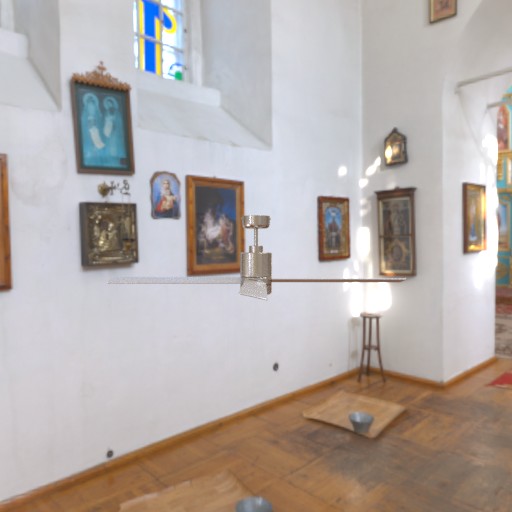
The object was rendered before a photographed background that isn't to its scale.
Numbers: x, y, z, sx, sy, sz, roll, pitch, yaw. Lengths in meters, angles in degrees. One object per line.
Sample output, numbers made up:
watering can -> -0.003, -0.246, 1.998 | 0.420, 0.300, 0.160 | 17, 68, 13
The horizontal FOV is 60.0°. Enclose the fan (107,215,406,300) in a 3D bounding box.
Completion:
fan -> 0.000, 0.000, 1.983 | 1.322, 0.355, 1.322 | 0, 1, 1
